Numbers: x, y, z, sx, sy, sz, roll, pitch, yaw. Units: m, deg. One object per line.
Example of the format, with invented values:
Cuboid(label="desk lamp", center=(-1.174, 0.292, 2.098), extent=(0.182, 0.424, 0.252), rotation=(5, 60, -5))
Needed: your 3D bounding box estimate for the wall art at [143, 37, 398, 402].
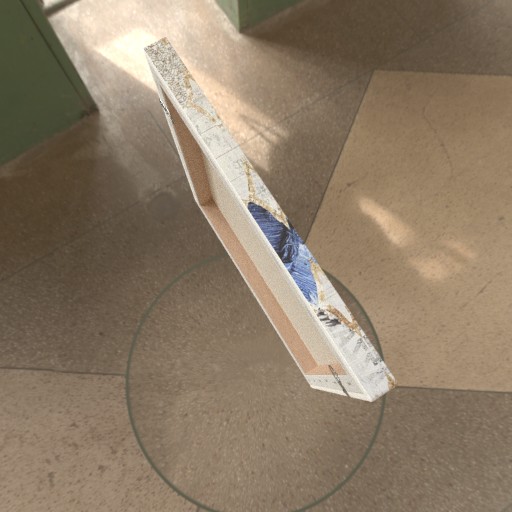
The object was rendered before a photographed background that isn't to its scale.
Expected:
Cuboid(label="wall art", center=(0.000, 0.000, 0.756), extent=(0.038, 0.508, 0.507), rotation=(-31, 77, -8))
